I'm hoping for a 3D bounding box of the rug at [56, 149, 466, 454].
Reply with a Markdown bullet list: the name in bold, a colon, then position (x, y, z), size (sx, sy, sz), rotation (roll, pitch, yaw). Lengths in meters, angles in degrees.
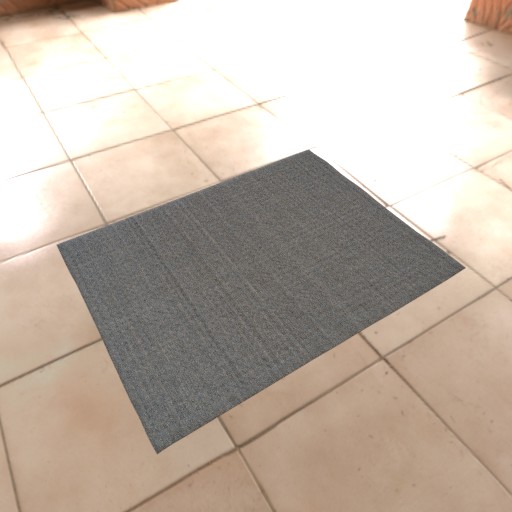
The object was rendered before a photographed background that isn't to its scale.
- **rug**: position (0.000, 0.000, 4.340), size (3.200, 0.007, 2.443), rotation (-25, 51, -22)
